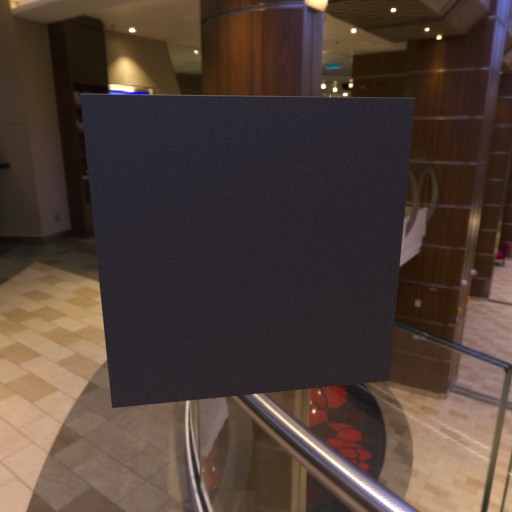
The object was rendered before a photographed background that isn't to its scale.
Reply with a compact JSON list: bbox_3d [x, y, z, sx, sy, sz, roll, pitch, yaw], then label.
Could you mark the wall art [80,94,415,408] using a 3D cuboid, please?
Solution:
[{"bbox_3d":[0.000,0.000,0.749,0.507,0.507,0.038,-3,16,-9],"label":"wall art"}]
